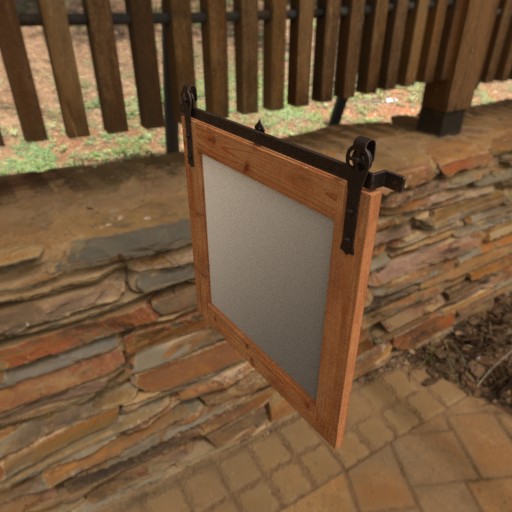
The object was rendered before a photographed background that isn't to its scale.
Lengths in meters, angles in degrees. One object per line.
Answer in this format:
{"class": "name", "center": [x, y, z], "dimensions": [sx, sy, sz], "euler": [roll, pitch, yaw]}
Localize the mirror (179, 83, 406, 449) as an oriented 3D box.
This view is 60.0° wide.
{"class": "mirror", "center": [0.000, 0.000, 1.203], "dimensions": [0.054, 0.800, 0.805], "euler": [-20, 36, -30]}
